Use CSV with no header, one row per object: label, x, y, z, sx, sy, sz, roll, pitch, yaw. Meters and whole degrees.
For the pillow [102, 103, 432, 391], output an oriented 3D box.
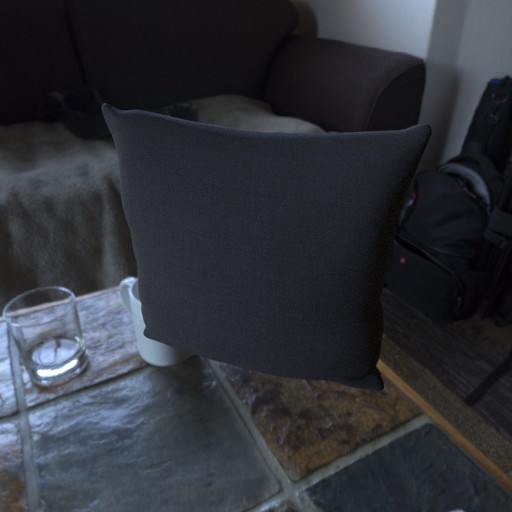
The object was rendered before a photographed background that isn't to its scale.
pillow,0.000,0.000,0.765,0.503,0.496,0.208,9,33,15
